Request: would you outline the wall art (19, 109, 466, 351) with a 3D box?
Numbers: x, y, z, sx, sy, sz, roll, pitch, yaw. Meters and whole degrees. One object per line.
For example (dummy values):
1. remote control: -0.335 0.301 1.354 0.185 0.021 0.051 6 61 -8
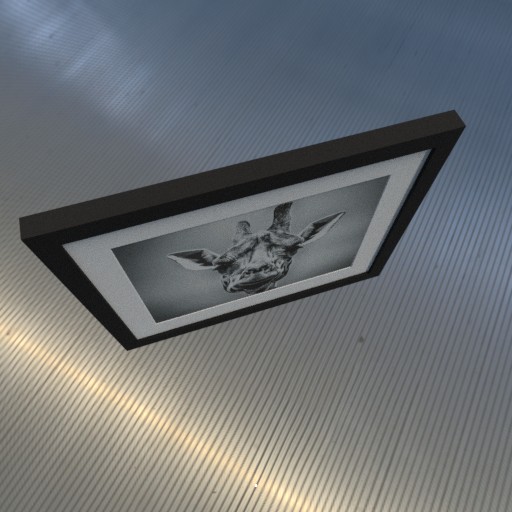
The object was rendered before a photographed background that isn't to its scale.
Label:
1. wall art: 0.000 0.000 0.741 0.558 0.457 0.031 -16 64 -8
